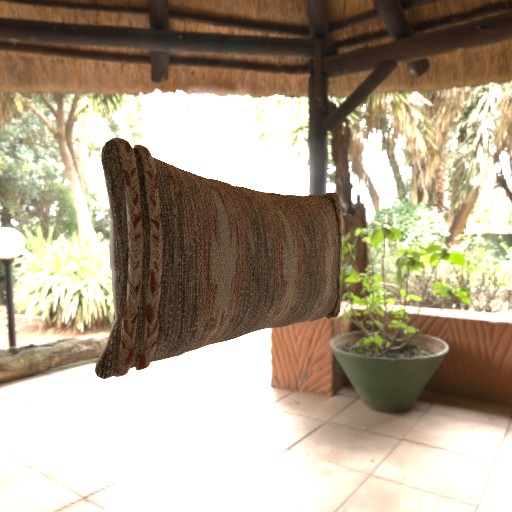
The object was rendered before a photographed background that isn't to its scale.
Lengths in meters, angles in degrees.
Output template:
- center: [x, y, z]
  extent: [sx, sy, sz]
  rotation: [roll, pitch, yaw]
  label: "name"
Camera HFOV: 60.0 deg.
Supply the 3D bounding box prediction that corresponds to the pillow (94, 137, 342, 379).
- center: [0.000, 0.000, 0.760]
  extent: [0.139, 0.282, 0.635]
  rotation: [0, 1, 36]
  label: "pillow"
